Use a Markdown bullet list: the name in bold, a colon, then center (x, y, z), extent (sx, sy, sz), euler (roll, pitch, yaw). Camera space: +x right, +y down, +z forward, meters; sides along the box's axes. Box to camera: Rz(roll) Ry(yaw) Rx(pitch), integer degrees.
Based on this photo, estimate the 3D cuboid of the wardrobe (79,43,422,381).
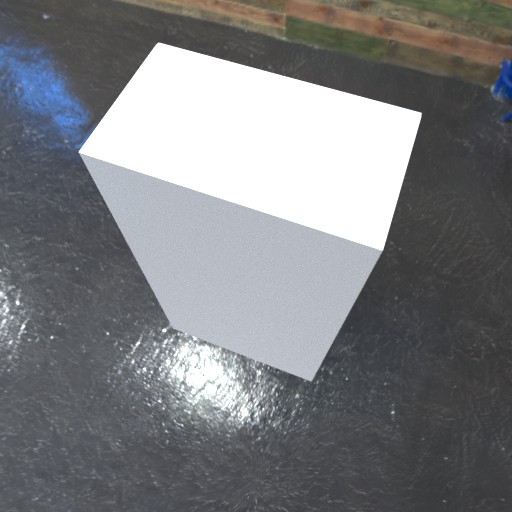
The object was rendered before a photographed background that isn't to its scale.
- **wardrobe**: center (0.000, 0.000, 2.258), extent (0.991, 1.808, 0.577), euler (19, 64, 9)
